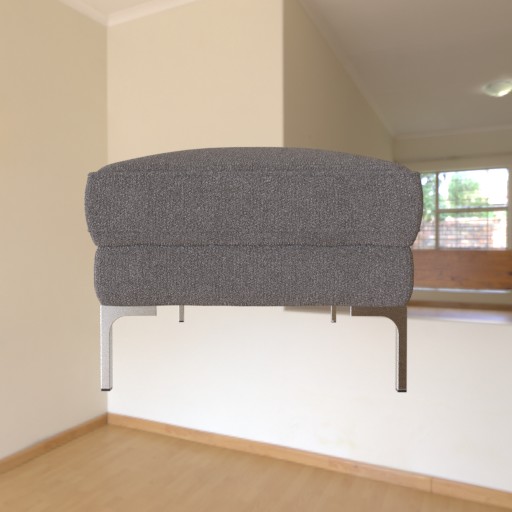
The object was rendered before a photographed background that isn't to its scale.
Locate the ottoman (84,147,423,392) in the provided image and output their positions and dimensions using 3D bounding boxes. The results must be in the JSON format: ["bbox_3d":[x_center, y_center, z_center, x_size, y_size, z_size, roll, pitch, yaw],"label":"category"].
[{"bbox_3d":[0.000,0.000,1.147,0.583,0.464,0.785,0,1,1],"label":"ottoman"}]
